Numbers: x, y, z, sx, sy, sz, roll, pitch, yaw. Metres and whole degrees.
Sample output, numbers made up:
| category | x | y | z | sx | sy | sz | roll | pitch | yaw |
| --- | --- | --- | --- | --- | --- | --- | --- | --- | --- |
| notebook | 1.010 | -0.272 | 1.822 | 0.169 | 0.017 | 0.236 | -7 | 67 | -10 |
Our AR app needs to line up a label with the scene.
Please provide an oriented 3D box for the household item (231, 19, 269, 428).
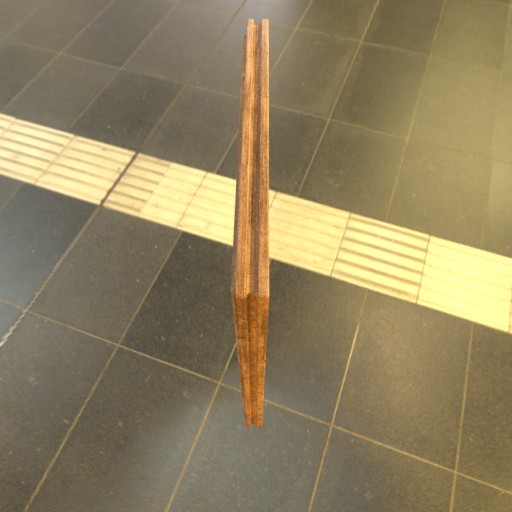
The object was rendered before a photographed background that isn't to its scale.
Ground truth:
| category | x | y | z | sx | sy | sz | roll | pitch | yaw |
| --- | --- | --- | --- | --- | --- | --- | --- | --- | --- |
| household item | 0.000 | 0.000 | 0.315 | 0.018 | 0.237 | 0.186 | 1 | 58 | 0 |
